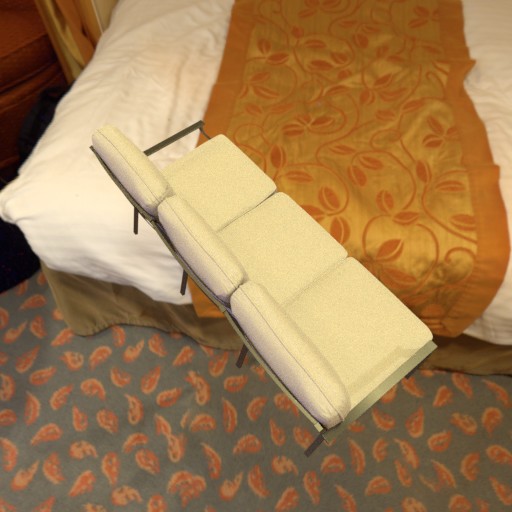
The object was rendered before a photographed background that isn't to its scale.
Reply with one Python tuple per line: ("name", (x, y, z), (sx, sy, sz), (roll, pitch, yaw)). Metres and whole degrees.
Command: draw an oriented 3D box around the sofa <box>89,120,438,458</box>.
("sofa", (0.000, 0.000, 2.208), (0.787, 0.860, 1.740), (-33, 63, -19))
